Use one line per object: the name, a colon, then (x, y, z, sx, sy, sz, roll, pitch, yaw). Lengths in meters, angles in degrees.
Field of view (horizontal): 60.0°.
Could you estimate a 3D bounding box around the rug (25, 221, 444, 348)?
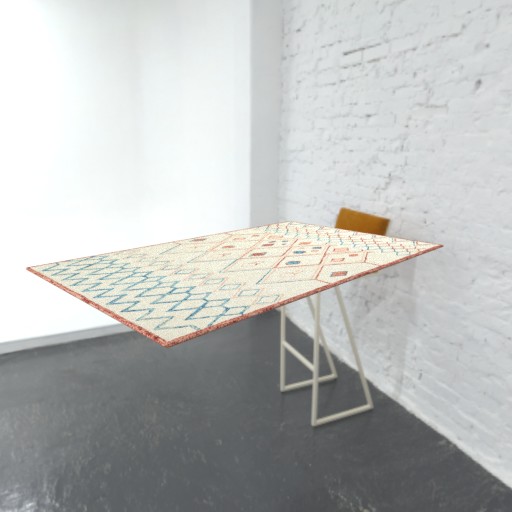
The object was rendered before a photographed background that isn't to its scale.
rug: (0.000, 0.000, 2.999, 2.438, 0.015, 1.524, -13, 19, -43)
